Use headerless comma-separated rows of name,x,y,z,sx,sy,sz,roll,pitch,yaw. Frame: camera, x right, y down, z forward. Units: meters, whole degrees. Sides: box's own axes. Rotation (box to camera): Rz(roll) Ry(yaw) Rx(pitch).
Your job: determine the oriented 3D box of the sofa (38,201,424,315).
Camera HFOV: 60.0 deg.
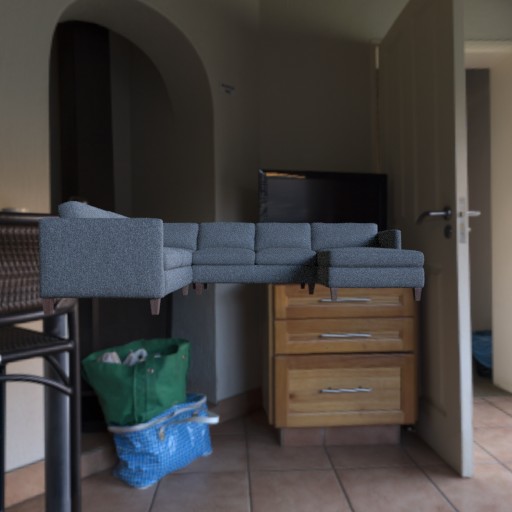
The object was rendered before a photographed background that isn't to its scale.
sofa,0.000,0.000,4.477,3.238,0.853,2.551,0,0,-1
